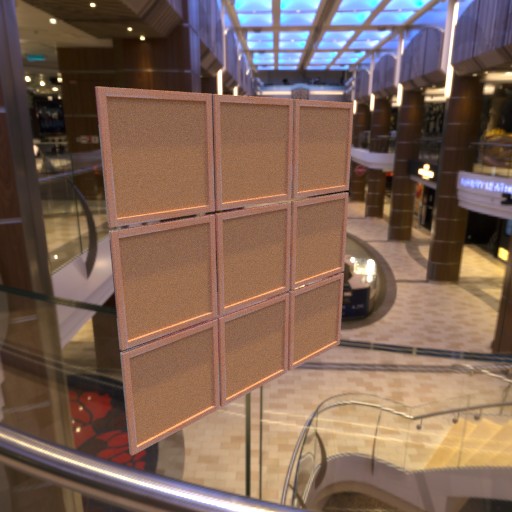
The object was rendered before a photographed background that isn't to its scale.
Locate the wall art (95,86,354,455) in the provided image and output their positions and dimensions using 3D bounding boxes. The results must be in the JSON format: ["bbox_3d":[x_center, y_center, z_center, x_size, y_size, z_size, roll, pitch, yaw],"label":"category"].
[{"bbox_3d":[0.000,0.000,1.344,0.911,0.910,0.012,-15,22,-41],"label":"wall art"}]
